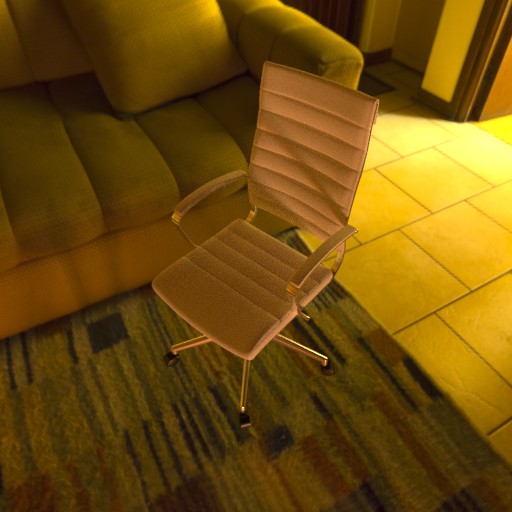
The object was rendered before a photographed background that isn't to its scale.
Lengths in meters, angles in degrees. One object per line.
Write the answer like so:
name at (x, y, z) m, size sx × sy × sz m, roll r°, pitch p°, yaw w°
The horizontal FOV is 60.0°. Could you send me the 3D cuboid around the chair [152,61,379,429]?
chair at (0.000, 0.000, 1.671) m, size 0.766 × 1.149 × 0.739 m, roll 31°, pitch 53°, yaw 27°
